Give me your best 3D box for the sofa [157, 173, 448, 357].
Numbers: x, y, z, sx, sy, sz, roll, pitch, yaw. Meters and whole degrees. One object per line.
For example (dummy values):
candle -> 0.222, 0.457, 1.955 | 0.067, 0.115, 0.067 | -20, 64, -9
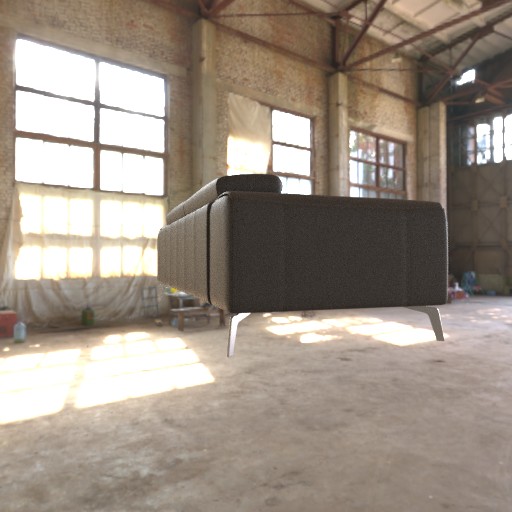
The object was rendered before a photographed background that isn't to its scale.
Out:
sofa -> 0.000, 0.000, 2.860 | 1.023, 0.759, 2.321 | 0, 0, -19
